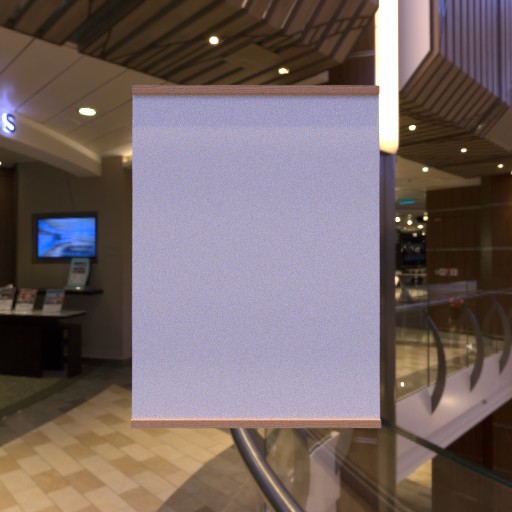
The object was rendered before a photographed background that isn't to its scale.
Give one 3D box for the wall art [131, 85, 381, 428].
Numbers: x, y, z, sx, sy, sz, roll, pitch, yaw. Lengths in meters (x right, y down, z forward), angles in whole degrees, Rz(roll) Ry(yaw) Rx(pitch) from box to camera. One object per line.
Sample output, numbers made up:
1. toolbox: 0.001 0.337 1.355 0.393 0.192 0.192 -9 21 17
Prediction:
1. wall art: 0.000 0.000 1.324 0.739 1.016 0.020 0 -1 0
